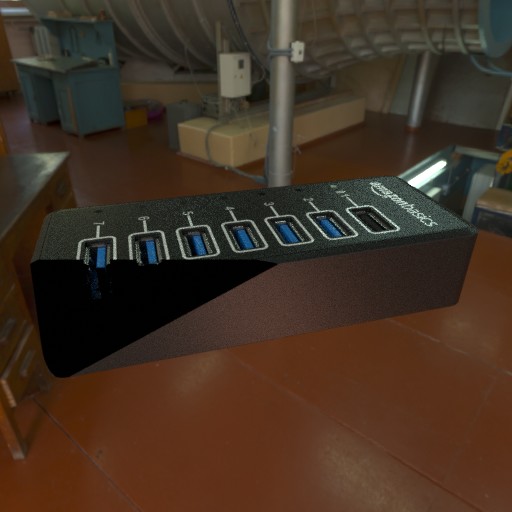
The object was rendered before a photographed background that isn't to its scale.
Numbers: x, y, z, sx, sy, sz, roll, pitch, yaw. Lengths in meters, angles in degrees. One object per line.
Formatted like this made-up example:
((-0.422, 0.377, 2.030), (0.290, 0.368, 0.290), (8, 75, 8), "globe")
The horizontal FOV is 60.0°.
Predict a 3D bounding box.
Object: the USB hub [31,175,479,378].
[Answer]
((0.000, 0.000, 0.124), (0.110, 0.023, 0.044), (-8, 32, -13), "USB hub")
